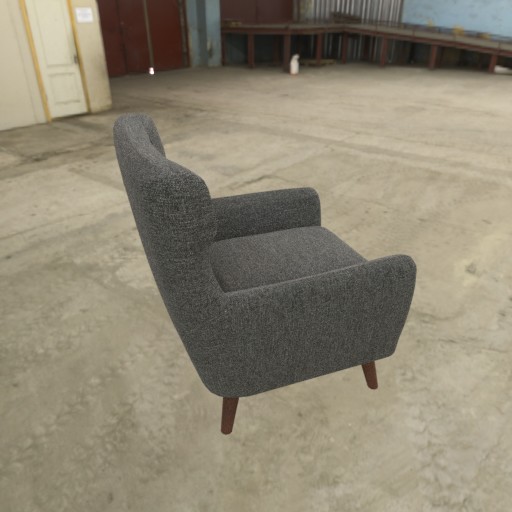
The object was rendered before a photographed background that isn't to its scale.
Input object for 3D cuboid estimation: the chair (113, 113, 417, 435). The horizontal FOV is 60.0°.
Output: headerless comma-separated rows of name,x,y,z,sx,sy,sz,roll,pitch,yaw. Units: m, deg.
chair,0.000,0.000,1.773,0.940,1.039,0.889,-10,30,-18
